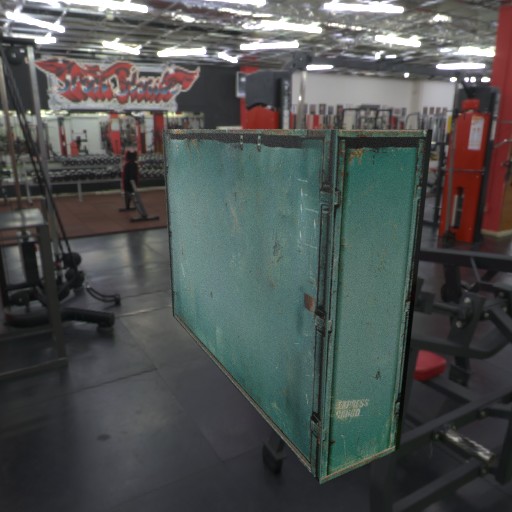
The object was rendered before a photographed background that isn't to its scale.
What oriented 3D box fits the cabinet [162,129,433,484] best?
[{"bbox_3d":[0.000,0.000,3.934,0.680,2.160,3.001,-8,18,-27],"label":"cabinet"}]
